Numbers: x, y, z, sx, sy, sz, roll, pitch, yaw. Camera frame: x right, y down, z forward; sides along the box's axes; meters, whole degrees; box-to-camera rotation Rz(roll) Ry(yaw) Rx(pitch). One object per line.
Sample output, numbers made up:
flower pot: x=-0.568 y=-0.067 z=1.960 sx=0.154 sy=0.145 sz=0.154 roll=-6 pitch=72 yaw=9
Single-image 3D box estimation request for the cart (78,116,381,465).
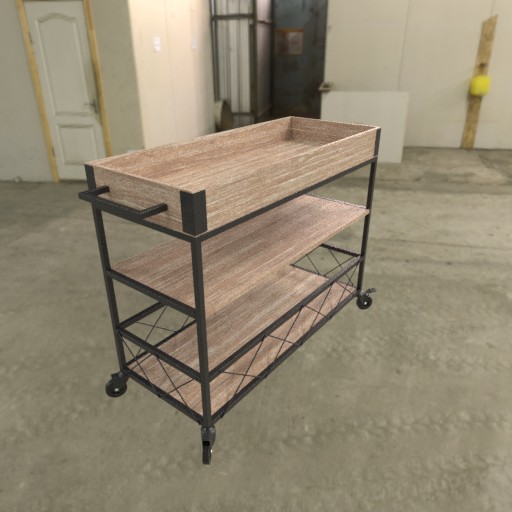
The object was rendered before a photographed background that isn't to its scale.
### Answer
cart: x=0.000 y=0.000 z=1.552 sx=0.500 sy=0.787 sz=1.101 roll=19 pitch=32 yaw=33
